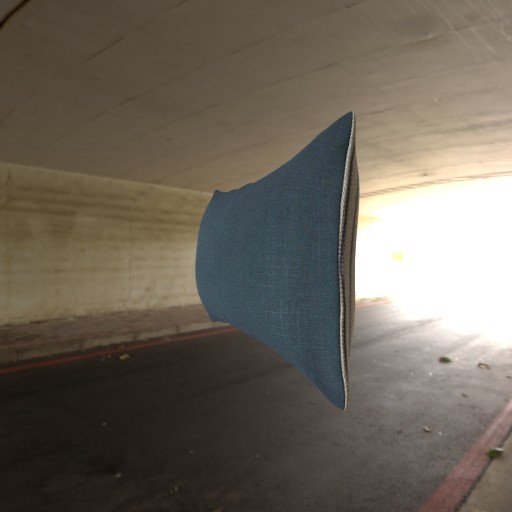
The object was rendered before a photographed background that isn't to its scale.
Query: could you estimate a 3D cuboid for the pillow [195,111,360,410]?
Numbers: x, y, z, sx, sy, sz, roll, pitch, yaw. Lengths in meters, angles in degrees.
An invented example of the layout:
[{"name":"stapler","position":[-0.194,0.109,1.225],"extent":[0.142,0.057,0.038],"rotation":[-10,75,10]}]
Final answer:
[{"name":"pillow","position":[0.000,0.000,0.723],"extent":[0.151,0.305,0.609],"rotation":[0,0,-18]}]
